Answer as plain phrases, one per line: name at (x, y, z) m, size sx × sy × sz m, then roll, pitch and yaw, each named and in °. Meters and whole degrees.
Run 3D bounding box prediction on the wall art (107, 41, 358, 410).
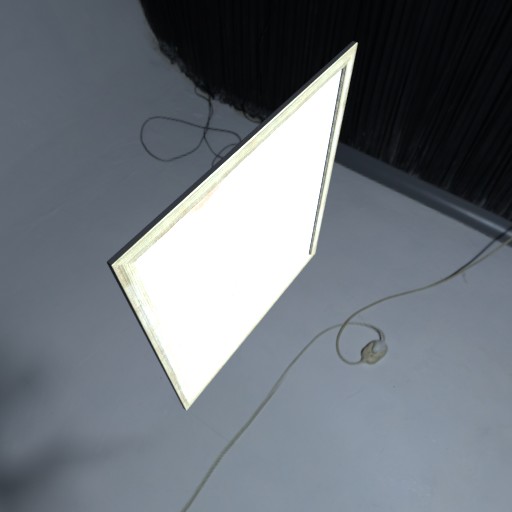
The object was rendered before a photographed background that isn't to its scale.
wall art at (0.000, 0.000, 0.777) m, size 0.009 × 0.559 × 0.483 m, roll 32°, pitch 62°, yaw 19°
